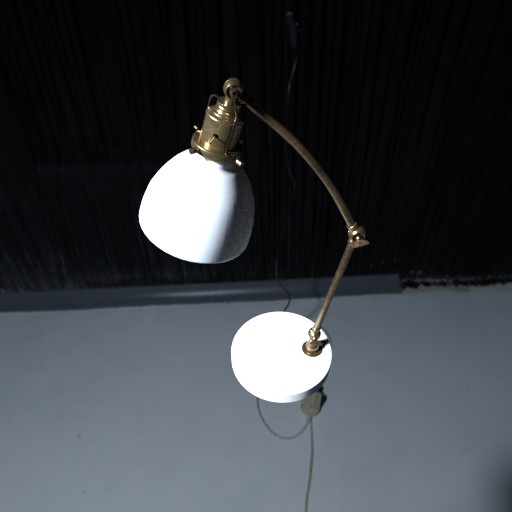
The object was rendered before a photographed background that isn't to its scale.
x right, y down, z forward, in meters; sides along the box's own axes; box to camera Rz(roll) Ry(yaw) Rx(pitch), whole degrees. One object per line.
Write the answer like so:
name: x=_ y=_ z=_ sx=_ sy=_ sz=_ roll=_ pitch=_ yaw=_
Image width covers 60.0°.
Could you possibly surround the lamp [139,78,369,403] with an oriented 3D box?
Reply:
lamp: x=0.000 y=0.000 z=0.662 sx=0.317 sy=0.522 sz=0.186 roll=-1 pitch=42 yaw=-1
